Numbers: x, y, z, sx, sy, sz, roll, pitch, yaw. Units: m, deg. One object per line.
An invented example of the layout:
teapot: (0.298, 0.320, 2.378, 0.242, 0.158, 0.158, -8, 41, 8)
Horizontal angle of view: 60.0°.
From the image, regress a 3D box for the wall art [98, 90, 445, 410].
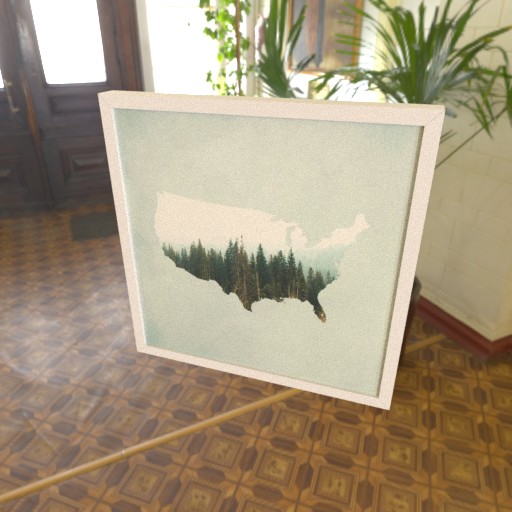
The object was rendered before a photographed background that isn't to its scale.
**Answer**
wall art: (0.000, 0.000, 0.754, 0.509, 0.509, 0.040, 9, 28, 16)
